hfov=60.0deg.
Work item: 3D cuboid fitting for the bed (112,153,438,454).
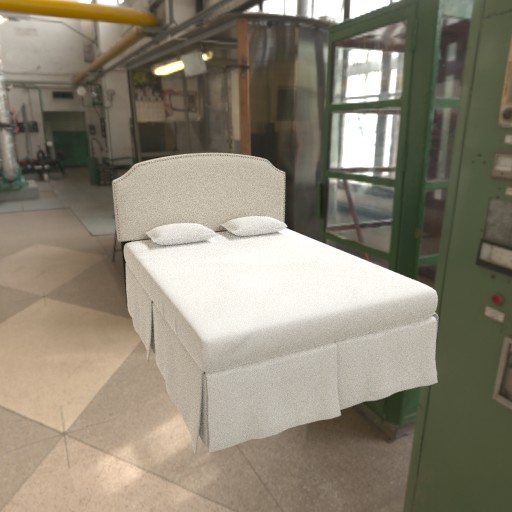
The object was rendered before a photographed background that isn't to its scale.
[{"bbox_3d":[0.000,0.000,3.038,1.558,1.270,1.999,-8,18,-25],"label":"bed"}]
